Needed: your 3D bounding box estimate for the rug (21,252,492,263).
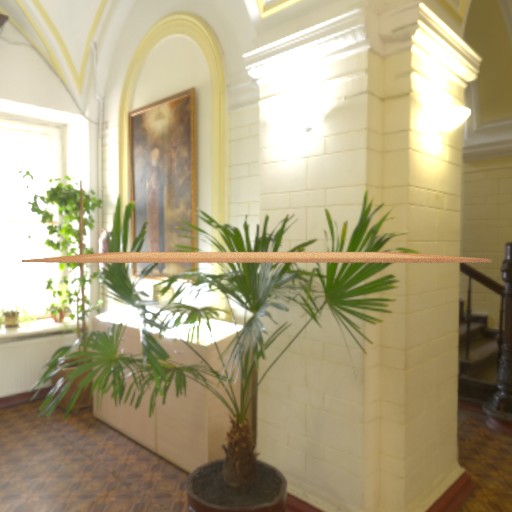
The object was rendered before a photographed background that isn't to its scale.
[{"bbox_3d":[0.000,0.000,2.325,1.829,0.014,1.219,0,2,-1],"label":"rug"}]
